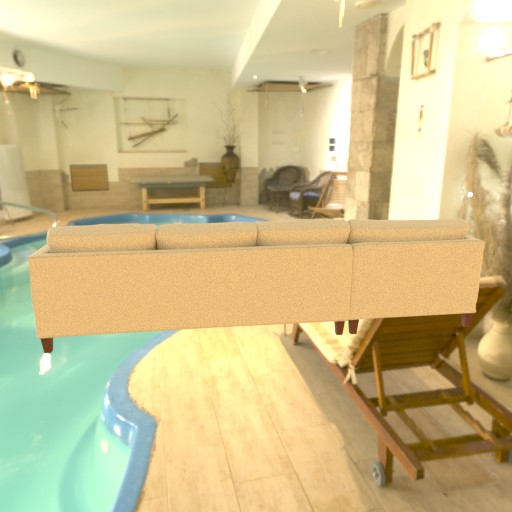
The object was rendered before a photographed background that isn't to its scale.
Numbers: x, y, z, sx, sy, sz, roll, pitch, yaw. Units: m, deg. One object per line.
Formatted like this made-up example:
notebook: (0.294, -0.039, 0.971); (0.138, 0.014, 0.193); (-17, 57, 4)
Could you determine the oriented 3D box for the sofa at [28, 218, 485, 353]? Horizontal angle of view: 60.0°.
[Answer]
sofa: (0.000, 0.000, 3.858); (3.186, 0.846, 1.625); (-2, 15, -8)
